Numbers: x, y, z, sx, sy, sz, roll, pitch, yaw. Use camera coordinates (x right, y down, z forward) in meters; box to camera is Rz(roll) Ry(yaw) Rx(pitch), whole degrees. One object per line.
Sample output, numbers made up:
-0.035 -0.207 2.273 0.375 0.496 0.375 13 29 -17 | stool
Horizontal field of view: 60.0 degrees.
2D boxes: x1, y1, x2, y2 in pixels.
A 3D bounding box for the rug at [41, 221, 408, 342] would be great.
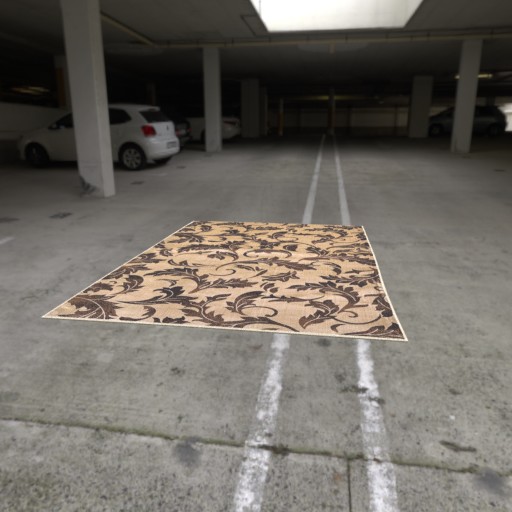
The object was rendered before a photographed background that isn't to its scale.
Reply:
0.000 0.000 2.868 1.522 0.008 2.284 2 15 8 | rug
